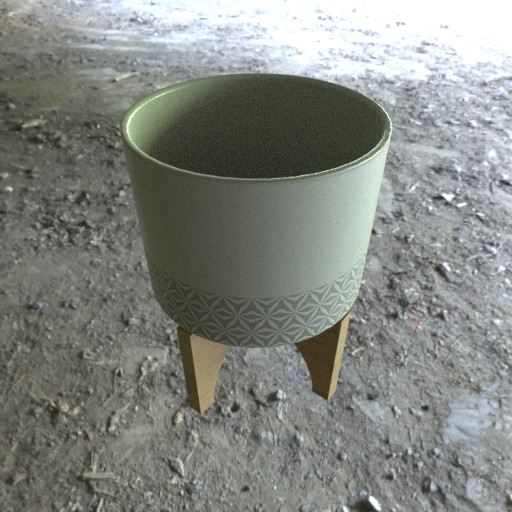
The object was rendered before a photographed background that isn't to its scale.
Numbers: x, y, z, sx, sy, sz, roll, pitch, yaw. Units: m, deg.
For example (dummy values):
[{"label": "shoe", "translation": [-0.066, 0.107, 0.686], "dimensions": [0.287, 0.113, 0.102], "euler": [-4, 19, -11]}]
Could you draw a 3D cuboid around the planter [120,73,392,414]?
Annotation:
[{"label": "planter", "translation": [0.000, 0.000, 0.397], "dimensions": [0.188, 0.260, 0.188], "euler": [0, 39, 0]}]
